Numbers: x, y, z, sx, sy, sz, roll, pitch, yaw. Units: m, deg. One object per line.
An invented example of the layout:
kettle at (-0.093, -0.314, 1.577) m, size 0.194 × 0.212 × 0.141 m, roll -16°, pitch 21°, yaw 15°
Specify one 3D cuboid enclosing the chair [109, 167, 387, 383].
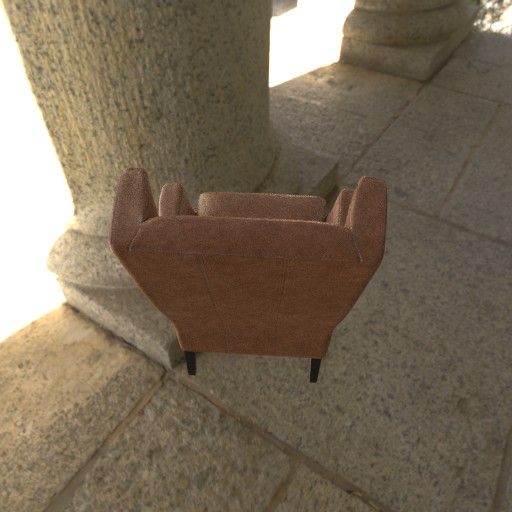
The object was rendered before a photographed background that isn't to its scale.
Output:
chair at (0.000, 0.000, 1.733) m, size 0.853 × 1.016 × 0.926 m, roll 3°, pitch 45°, yaw 3°
